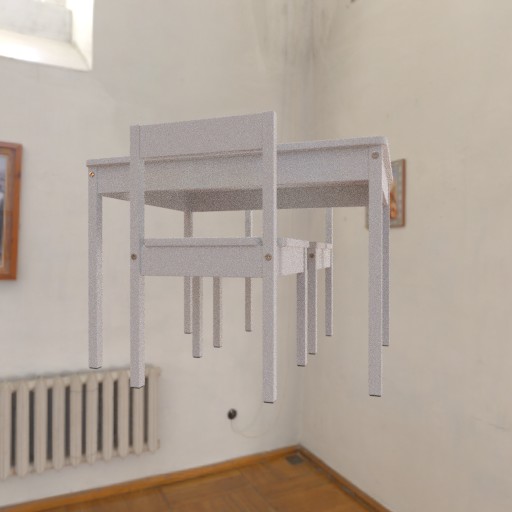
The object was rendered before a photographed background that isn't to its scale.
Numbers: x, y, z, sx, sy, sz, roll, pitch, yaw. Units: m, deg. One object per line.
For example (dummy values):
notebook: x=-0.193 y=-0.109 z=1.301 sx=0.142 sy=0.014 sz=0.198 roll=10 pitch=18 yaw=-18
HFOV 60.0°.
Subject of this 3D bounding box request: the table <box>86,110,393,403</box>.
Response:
table: x=0.000 y=0.000 z=1.118 sx=0.650 sy=0.503 sz=0.672 roll=0 pitch=0 yaw=18
